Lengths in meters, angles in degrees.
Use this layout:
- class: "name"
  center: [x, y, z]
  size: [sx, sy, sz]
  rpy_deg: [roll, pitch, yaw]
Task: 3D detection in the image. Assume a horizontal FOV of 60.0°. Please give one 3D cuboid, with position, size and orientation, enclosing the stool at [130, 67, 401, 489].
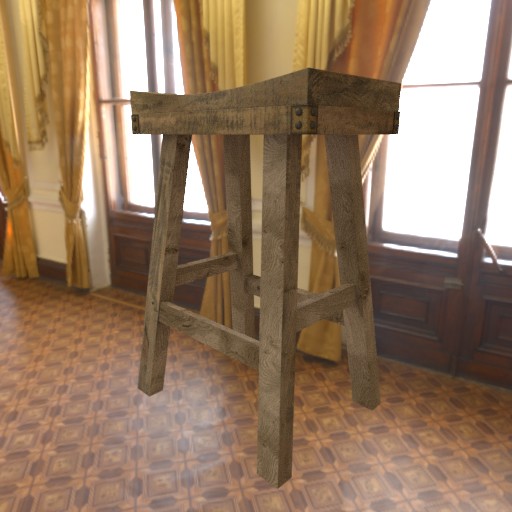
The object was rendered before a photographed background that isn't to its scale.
- class: "stool"
  center: [0.000, 0.000, 0.887]
  size: [0.450, 0.635, 0.330]
  rpy_deg: [14, 21, 42]
